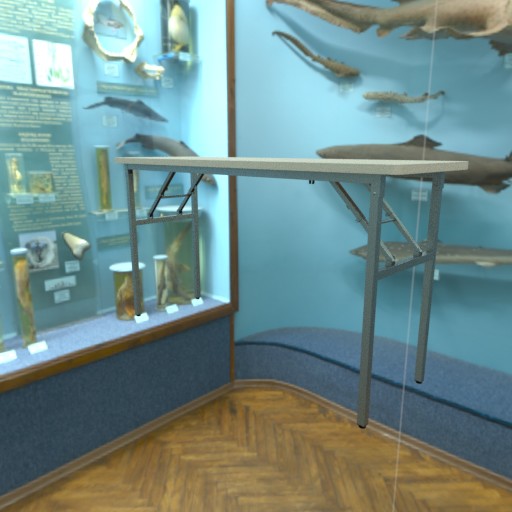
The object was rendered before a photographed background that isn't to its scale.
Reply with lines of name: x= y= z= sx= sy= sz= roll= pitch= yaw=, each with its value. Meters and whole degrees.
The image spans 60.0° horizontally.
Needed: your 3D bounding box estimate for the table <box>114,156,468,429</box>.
table: x=0.000 y=0.000 z=1.754 sx=0.446 sy=0.750 sz=1.397 roll=-13 pitch=19 yaw=-43
